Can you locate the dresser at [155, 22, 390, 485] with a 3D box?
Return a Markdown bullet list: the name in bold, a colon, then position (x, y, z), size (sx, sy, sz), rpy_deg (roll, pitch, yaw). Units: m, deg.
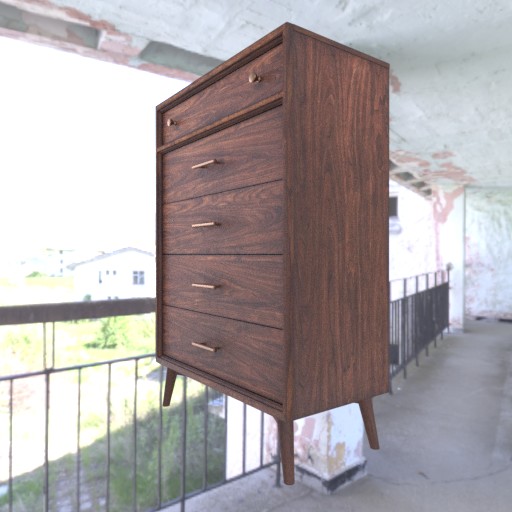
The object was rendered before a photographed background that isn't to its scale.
- **dresser**: position (0.000, 0.000, 1.794), size (0.498, 1.365, 0.919), rpy_deg (0, 0, -37)
